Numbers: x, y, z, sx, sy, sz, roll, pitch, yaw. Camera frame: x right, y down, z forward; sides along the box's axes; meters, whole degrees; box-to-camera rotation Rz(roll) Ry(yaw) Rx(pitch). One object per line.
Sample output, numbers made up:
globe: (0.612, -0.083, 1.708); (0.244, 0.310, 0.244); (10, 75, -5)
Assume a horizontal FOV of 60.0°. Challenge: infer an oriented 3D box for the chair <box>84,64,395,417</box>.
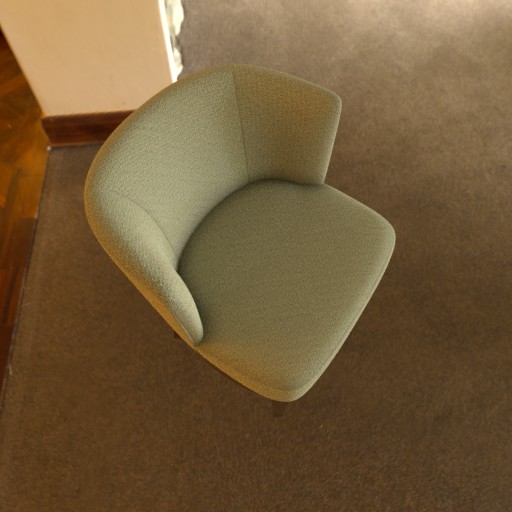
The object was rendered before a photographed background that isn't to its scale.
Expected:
chair: (0.000, 0.000, 1.261); (0.660, 0.760, 0.700); (29, 62, 17)
